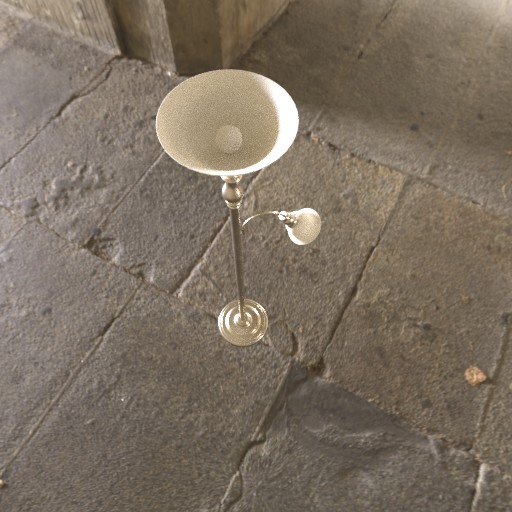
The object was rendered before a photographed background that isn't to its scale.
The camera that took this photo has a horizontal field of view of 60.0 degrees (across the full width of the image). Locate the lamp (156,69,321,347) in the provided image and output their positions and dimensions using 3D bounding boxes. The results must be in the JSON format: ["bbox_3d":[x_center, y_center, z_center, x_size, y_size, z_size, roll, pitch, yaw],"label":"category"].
[{"bbox_3d":[0.000,0.000,2.064,0.575,1.785,0.405,-15,63,-8],"label":"lamp"}]
